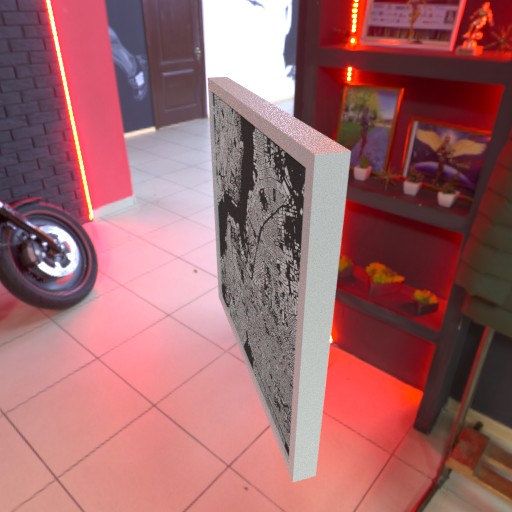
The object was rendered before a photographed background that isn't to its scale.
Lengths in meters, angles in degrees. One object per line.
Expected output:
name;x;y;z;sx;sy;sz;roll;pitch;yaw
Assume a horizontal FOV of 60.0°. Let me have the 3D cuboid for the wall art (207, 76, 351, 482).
wall art;0.000;0.000;0.759;0.038;0.506;0.506;-9;31;-15
